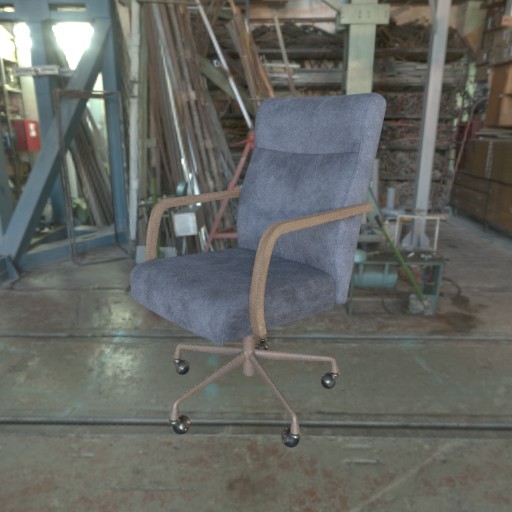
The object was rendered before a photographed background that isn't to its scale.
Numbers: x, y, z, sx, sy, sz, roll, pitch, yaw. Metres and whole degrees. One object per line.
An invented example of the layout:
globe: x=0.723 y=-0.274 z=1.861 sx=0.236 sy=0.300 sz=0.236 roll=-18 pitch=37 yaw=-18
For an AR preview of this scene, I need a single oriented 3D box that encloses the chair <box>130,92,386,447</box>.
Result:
chair: x=0.000 y=0.000 z=1.474 sx=0.741 sy=1.029 sz=0.640 roll=-16 pitch=23 yaw=-42
